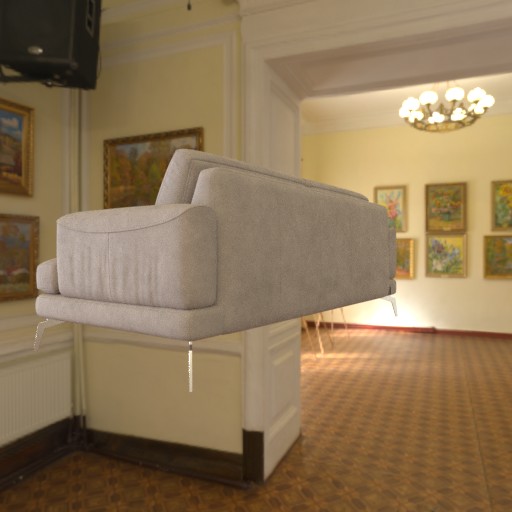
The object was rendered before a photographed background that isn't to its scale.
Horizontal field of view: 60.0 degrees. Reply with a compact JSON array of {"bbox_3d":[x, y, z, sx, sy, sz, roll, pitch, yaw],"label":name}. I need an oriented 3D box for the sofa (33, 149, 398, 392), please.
[{"bbox_3d":[0.000,0.000,2.458,0.980,0.830,2.013,0,1,36],"label":"sofa"}]
